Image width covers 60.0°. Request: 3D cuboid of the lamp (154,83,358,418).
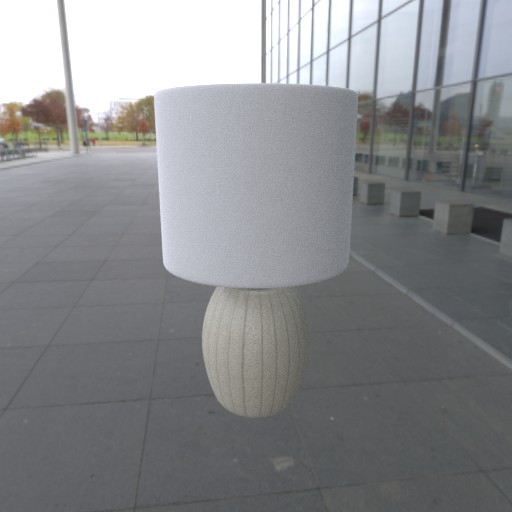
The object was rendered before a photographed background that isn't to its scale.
[{"bbox_3d":[0.000,0.000,0.799,0.329,0.570,0.329,2,15,6],"label":"lamp"}]
